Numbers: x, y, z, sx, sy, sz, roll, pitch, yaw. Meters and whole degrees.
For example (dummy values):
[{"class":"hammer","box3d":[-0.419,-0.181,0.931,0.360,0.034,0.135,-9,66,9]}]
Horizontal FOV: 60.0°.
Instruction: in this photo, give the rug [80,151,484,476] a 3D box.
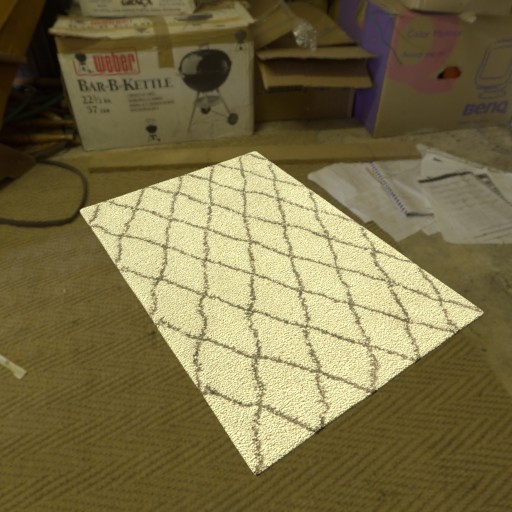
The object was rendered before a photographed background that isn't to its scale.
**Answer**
[{"class":"rug","box3d":[0.000,0.000,2.235,1.219,0.030,1.778,-24,47,-25]}]
